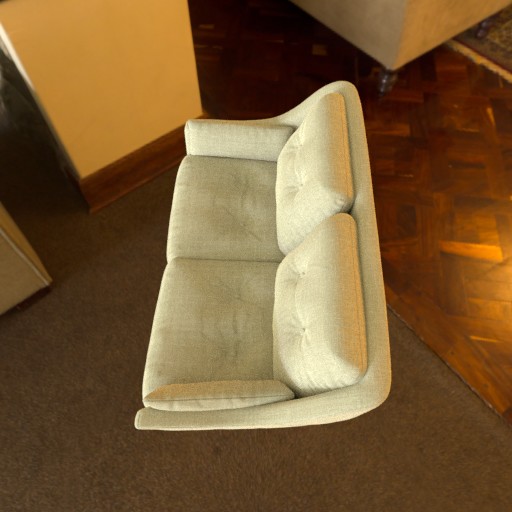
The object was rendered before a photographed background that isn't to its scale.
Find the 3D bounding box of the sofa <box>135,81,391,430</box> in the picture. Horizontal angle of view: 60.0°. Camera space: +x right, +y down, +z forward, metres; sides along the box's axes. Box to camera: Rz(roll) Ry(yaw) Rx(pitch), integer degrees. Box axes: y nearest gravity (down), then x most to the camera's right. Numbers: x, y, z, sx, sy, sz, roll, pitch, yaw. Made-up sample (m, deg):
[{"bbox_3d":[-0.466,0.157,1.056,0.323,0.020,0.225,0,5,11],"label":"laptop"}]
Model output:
[{"bbox_3d":[0.000,0.000,2.162,0.965,0.888,1.652,2,60,1],"label":"sofa"}]
